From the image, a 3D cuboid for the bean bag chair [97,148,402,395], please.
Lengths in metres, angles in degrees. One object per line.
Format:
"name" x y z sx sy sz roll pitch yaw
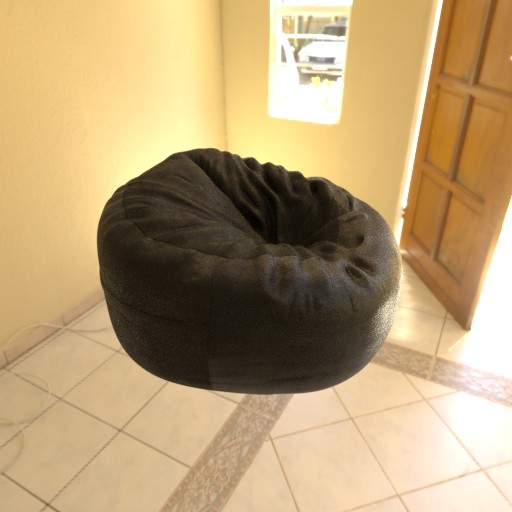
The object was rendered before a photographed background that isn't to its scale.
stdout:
"bean bag chair" 0.000 0.000 2.392 1.524 0.878 1.524 10 31 16
